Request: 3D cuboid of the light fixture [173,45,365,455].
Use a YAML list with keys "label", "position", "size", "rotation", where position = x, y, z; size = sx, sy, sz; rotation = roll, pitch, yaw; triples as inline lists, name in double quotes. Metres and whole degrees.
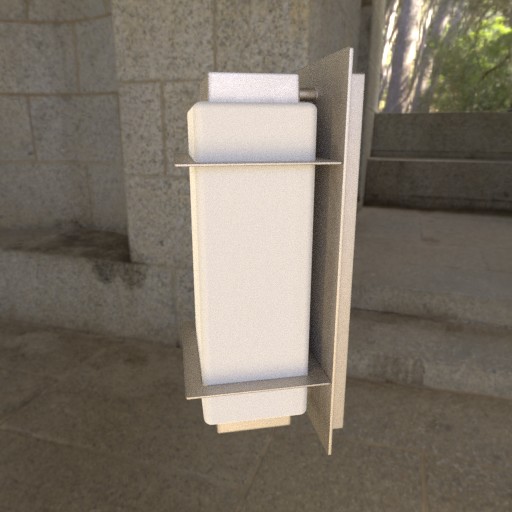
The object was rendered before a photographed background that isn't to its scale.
- label: "light fixture"
  position: [0.000, 0.000, 0.464]
  size: [0.160, 0.380, 0.168]
  rotation: [-3, 16, -10]
